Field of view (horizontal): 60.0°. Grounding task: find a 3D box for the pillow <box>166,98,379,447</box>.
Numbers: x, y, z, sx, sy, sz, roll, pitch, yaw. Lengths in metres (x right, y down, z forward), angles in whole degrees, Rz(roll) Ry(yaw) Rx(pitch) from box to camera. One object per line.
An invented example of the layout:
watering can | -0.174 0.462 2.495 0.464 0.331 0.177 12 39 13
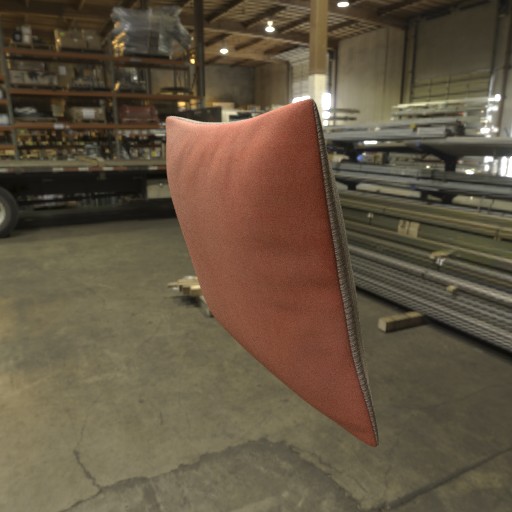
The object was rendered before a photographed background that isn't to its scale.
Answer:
pillow | 0.000 0.000 0.644 0.177 0.401 0.424 -8 17 -27
